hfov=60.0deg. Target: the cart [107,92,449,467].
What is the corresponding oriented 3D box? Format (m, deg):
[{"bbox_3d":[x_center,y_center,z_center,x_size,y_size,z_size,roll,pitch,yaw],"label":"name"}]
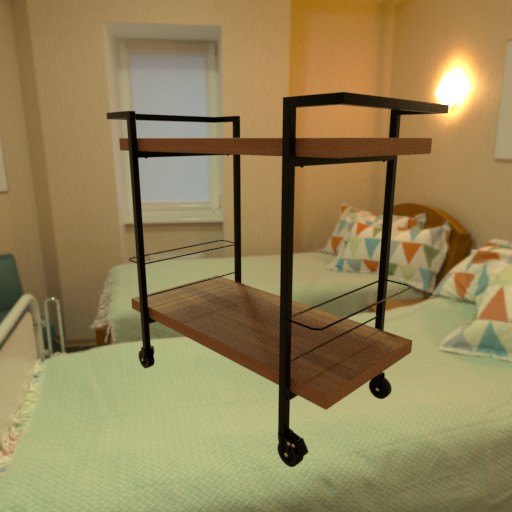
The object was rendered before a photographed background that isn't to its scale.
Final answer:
[{"bbox_3d":[0.000,0.000,1.211,0.406,0.762,0.806,-14,20,-42],"label":"cart"}]
